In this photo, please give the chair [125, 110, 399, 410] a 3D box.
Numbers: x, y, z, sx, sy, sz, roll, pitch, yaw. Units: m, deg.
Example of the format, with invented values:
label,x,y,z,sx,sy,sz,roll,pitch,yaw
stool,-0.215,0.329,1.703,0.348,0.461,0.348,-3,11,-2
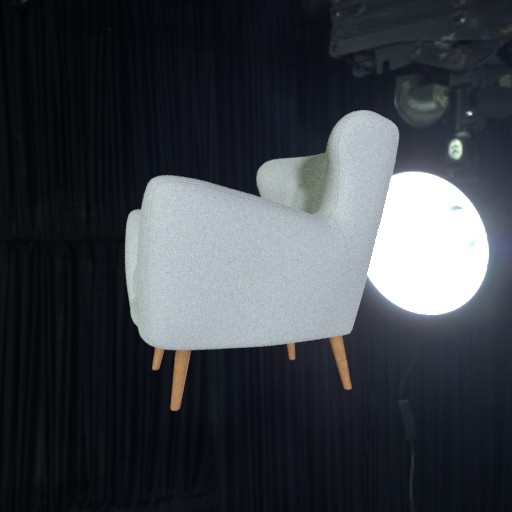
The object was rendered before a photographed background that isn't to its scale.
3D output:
label,x,y,z,sx,sy,sz,roll,pitch,yaw
chair,0.000,0.000,1.623,0.889,0.889,0.890,0,0,-19
